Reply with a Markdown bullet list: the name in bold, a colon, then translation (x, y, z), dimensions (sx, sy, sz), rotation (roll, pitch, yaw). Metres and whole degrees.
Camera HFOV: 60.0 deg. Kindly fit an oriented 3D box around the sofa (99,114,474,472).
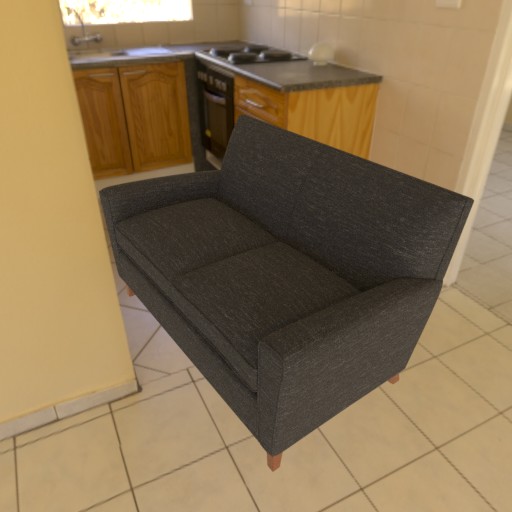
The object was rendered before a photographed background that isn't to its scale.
- **sofa**: translation (0.000, 0.000, 1.972), dimensions (0.875, 0.846, 1.420), rotation (-22, 38, -30)
